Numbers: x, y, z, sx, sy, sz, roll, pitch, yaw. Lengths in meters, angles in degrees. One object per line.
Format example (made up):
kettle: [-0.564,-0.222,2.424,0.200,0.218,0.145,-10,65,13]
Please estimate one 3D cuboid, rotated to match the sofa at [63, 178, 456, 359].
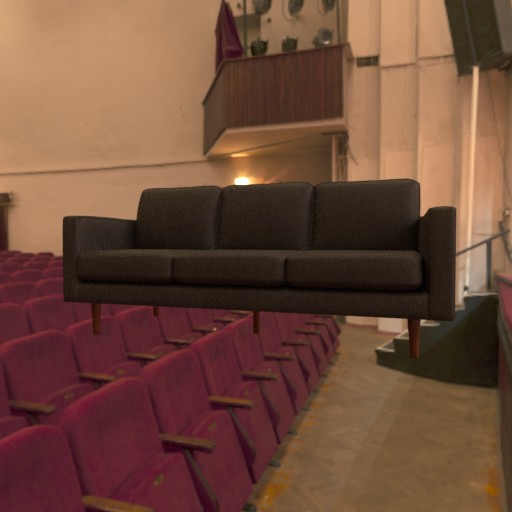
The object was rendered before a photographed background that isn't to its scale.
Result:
sofa: [0.000,0.000,2.551,2.029,0.899,0.879,1,2,18]
